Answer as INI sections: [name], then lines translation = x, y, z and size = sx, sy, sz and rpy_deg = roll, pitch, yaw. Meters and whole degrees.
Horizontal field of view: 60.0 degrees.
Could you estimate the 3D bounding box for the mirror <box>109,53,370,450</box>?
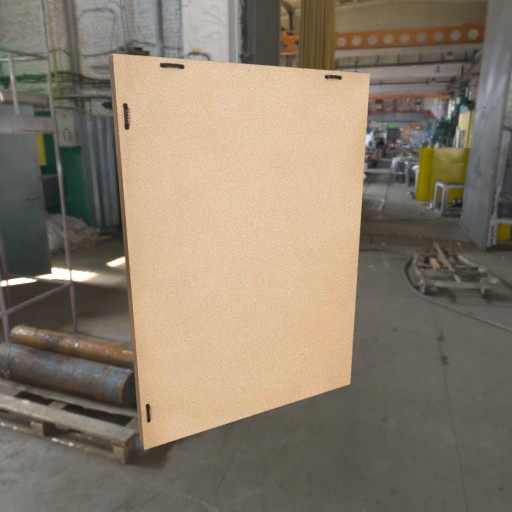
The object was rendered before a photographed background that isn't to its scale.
[mirror]
translation = 0.000, 0.000, 0.893
size = 0.507, 0.710, 0.040
rpy_deg = -8, 17, -27
